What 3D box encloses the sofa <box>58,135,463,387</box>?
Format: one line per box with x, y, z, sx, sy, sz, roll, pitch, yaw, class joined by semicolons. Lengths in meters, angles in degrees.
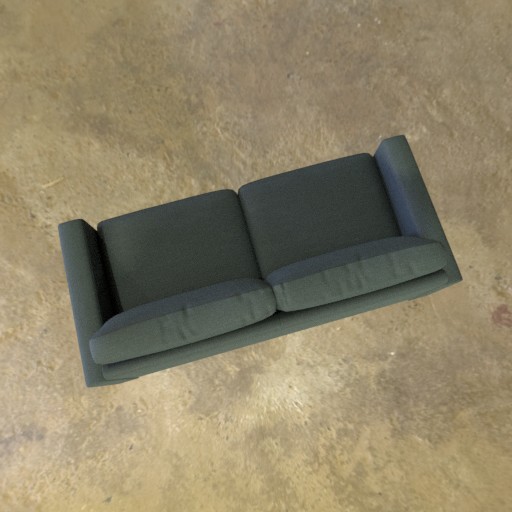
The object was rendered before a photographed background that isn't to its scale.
0.000;0.000;2.390;1.900;0.865;0.877;-15;76;-4;sofa
